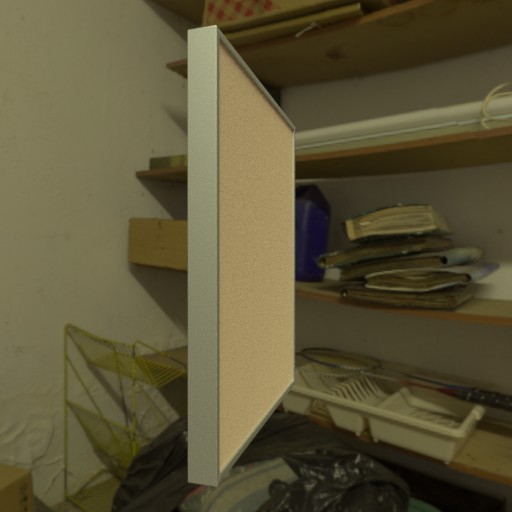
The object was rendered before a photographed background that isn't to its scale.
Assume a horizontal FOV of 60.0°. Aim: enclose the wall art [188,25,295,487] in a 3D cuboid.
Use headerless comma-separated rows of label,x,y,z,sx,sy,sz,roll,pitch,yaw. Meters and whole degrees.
wall art,0.000,0.000,0.749,0.039,0.553,0.445,0,0,17
